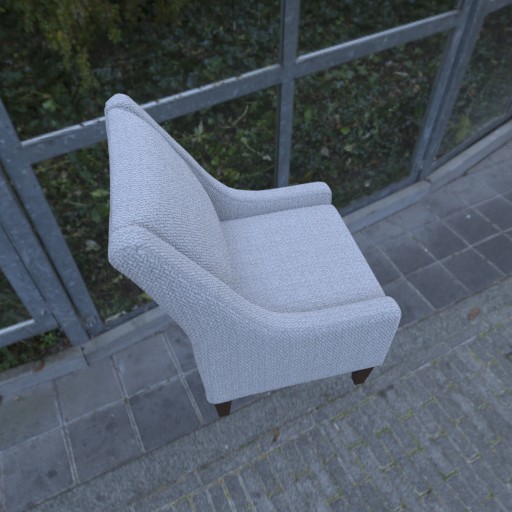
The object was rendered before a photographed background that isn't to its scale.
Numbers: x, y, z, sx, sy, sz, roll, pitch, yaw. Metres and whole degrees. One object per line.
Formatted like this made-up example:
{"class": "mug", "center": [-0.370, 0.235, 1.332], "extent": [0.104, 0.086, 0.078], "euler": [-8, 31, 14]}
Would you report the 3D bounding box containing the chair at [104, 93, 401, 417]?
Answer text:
{"class": "chair", "center": [0.000, 0.000, 1.652], "extent": [0.870, 1.014, 0.774], "euler": [-10, 47, -10]}
